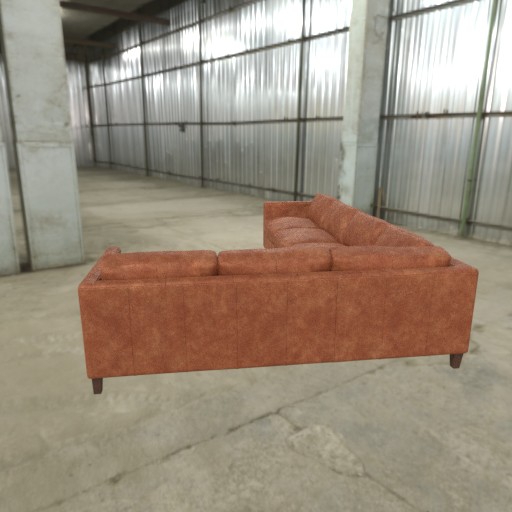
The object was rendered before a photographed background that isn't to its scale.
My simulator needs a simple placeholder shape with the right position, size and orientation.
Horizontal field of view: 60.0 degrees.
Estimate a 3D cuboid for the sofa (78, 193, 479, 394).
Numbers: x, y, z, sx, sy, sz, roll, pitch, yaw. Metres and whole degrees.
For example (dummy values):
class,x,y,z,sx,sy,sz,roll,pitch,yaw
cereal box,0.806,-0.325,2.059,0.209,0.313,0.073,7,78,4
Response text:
class,x,y,z,sx,sy,sz,roll,pitch,yaw
sofa,0.000,0.000,4.185,2.438,0.838,3.167,-2,15,-7
